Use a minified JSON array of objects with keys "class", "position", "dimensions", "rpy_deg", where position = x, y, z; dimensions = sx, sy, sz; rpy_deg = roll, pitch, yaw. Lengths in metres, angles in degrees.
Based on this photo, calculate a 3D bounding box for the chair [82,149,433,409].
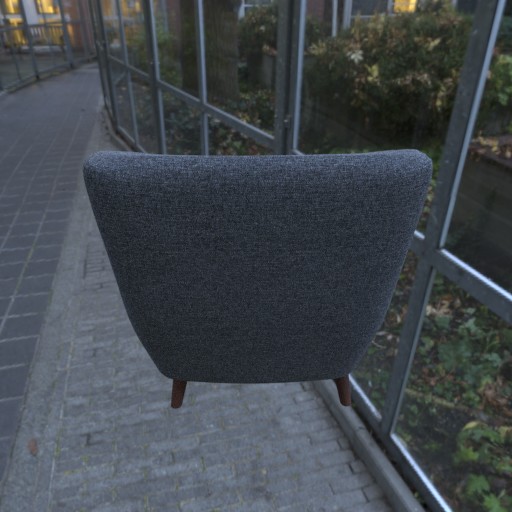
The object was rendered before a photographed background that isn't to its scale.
[{"class":"chair","position":[0.000,0.000,1.683],"dimensions":[0.889,1.039,0.940],"rpy_deg":[0,30,-1]}]
